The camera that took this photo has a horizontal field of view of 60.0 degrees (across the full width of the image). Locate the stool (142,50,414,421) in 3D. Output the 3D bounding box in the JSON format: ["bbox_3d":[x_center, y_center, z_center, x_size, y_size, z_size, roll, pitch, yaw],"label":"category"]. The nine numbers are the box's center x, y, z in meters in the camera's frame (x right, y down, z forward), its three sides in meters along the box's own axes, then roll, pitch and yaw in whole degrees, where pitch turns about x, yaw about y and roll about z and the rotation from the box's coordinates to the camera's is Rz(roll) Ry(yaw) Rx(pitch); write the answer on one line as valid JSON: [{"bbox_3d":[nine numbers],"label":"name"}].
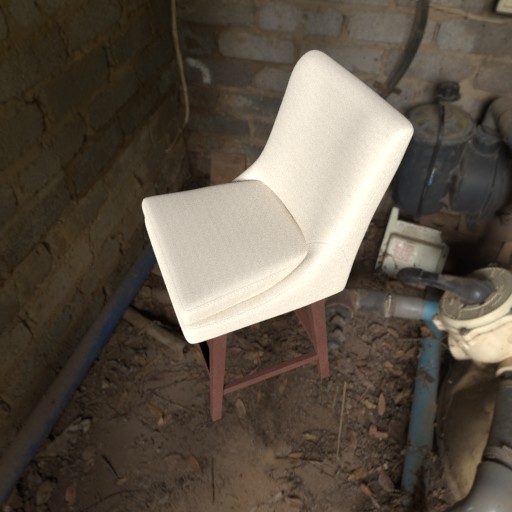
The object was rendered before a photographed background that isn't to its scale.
[{"bbox_3d":[0.000,0.000,1.324,0.559,0.991,0.483,-17,49,-15],"label":"stool"}]
